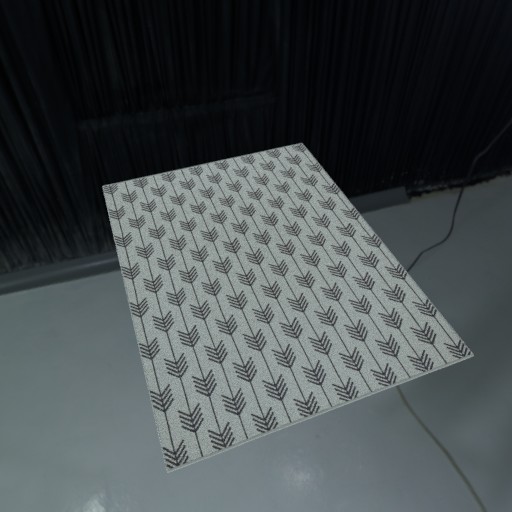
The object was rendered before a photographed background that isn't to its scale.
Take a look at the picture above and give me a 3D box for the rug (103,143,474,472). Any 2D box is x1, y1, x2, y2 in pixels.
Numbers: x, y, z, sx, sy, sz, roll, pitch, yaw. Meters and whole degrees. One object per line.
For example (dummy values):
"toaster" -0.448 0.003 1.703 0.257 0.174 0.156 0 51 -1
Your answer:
"rug" 0.000 0.000 4.003 2.330 0.010 3.061 -15 49 -14
